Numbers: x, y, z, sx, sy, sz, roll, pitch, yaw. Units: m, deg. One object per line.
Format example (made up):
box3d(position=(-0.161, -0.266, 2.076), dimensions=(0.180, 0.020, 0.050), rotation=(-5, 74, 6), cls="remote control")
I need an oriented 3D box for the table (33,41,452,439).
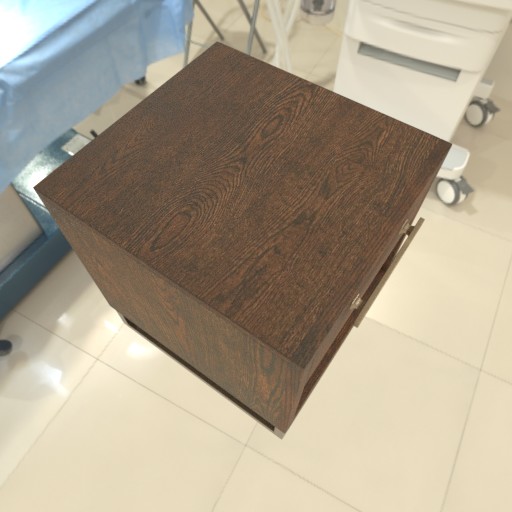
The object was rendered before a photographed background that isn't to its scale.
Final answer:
box3d(position=(0.000, 0.000, 1.016), dimensions=(0.566, 0.582, 0.506), rotation=(31, 63, 18), cls="table")
